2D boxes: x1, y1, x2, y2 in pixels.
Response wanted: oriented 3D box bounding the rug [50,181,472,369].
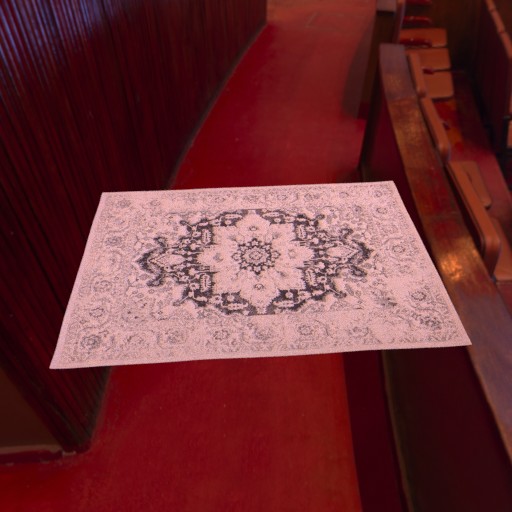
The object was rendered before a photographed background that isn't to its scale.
[{"bbox_3d":[0.000,0.000,2.320,1.813,0.008,1.223,-3,45,-3],"label":"rug"}]
